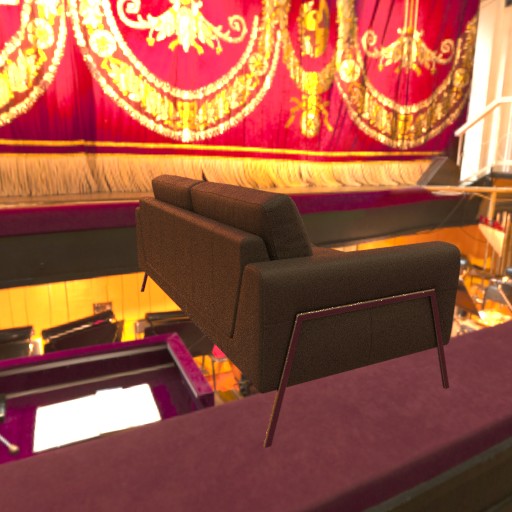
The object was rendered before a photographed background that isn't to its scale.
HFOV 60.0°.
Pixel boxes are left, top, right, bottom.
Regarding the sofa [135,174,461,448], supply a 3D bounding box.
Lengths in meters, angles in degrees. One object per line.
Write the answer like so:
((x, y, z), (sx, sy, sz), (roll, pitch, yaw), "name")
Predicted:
((0.000, 0.000, 2.547), (0.953, 0.875, 2.017), (-6, 15, -26), "sofa")
